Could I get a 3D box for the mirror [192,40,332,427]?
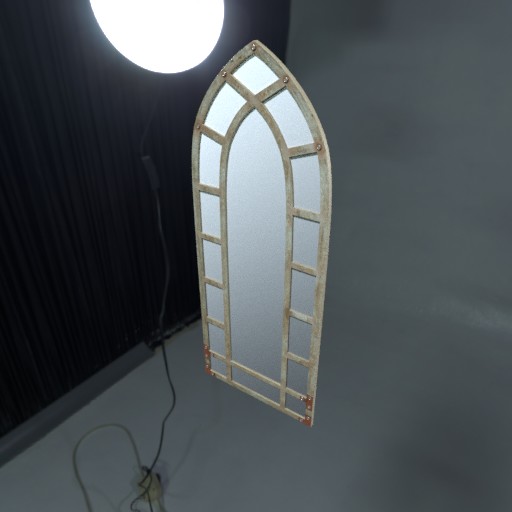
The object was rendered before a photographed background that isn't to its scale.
[{"bbox_3d":[0.000,0.000,1.340,0.464,1.175,0.025,18,34,30],"label":"mirror"}]
